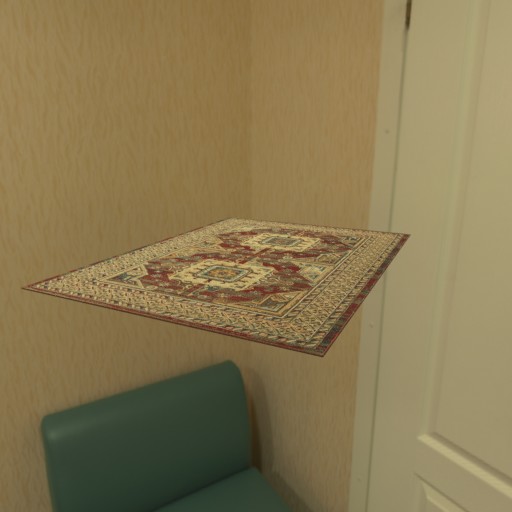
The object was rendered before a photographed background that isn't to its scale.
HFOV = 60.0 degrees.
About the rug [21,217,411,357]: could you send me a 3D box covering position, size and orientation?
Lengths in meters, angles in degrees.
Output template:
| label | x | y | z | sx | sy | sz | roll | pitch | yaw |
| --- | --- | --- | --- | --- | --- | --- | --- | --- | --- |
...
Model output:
| label | x | y | z | sx | sy | sz | roll | pitch | yaw |
| --- | --- | --- | --- | --- | --- | --- | --- | --- | --- |
| rug | 0.000 | 0.000 | 4.226 | 2.381 | 0.013 | 3.197 | 8 | 17 | 25 |
